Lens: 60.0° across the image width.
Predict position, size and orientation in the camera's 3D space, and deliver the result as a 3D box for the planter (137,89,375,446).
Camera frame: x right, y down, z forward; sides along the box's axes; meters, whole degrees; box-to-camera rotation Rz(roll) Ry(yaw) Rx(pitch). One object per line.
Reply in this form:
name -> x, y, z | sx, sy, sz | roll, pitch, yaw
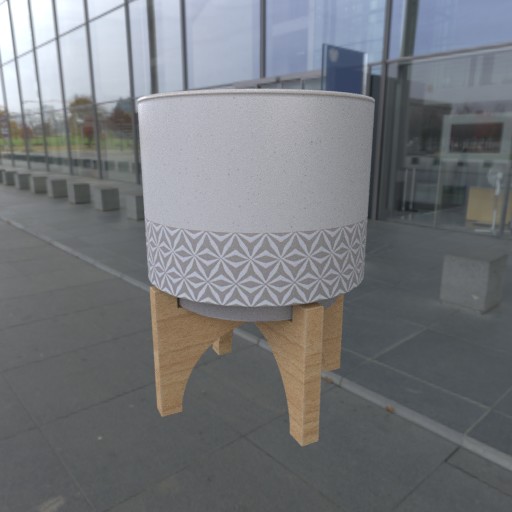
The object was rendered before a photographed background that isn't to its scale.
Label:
planter -> 0.000, 0.000, 0.521 | 0.249, 0.343, 0.249 | 0, 14, 0
